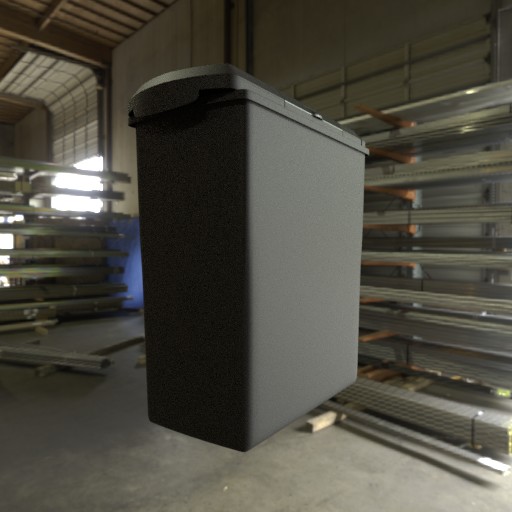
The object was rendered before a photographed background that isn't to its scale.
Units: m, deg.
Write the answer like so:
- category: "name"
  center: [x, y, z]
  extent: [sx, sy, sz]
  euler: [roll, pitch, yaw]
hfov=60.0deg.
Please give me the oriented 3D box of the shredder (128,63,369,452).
- category: "shredder"
  center: [0.000, 0.000, 0.519]
  extent: [0.170, 0.335, 0.320]
  euler: [1, 1, 35]
